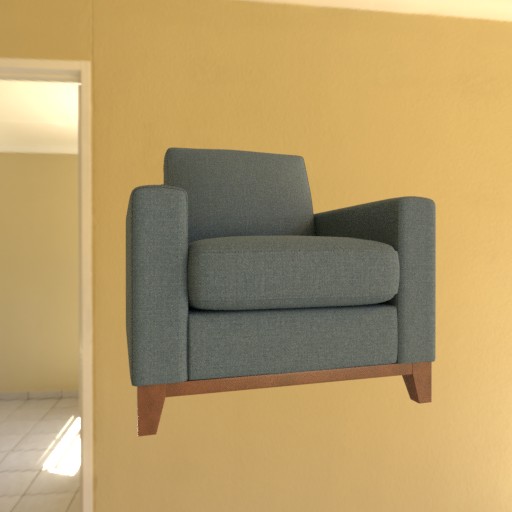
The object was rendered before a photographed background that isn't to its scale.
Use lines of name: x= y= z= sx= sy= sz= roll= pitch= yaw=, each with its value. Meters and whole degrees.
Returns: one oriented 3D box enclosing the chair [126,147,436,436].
chair: x=0.000 y=0.000 z=1.836 sx=1.024 sy=1.010 sz=1.038 roll=0 pitch=0 yaw=-17
